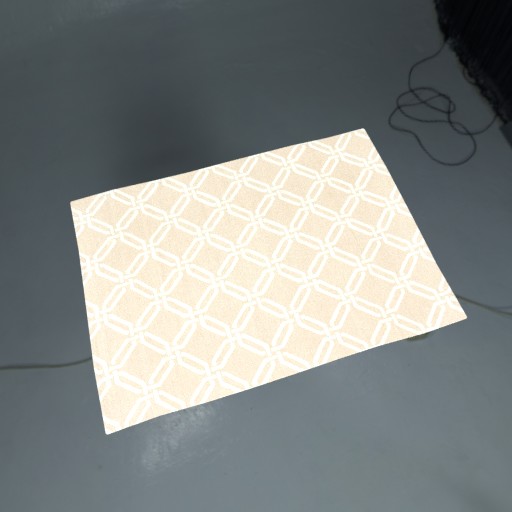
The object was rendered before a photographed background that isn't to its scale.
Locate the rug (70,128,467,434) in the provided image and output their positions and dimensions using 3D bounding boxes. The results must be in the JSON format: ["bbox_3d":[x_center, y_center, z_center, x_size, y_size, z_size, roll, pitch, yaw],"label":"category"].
[{"bbox_3d":[0.000,0.000,2.770,2.135,0.013,1.524,-16,65,-8],"label":"rug"}]
